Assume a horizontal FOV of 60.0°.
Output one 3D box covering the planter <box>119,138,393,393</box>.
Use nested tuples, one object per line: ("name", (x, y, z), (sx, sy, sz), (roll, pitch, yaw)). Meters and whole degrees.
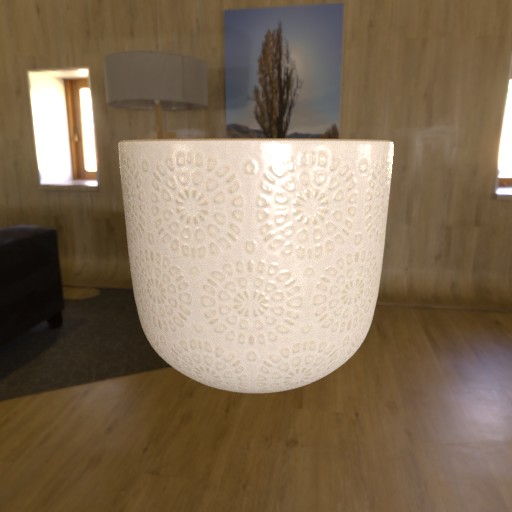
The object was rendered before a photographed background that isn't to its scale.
("planter", (0.000, 0.000, 0.303), (0.170, 0.152, 0.170), (0, 14, 0))
